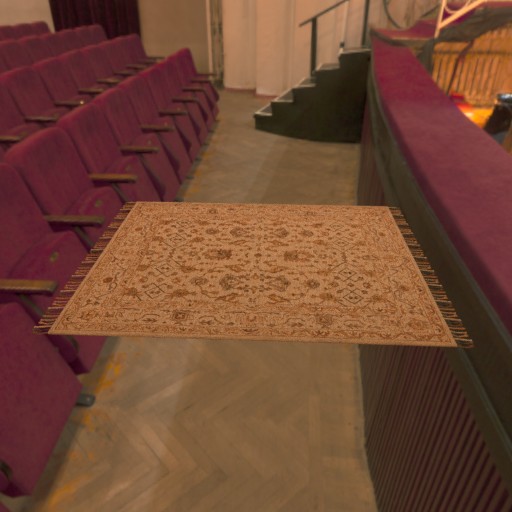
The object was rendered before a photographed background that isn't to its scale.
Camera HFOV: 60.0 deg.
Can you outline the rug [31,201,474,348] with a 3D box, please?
[{"bbox_3d":[0.000,0.000,2.257,1.726,0.009,1.278,1,31,2],"label":"rug"}]
